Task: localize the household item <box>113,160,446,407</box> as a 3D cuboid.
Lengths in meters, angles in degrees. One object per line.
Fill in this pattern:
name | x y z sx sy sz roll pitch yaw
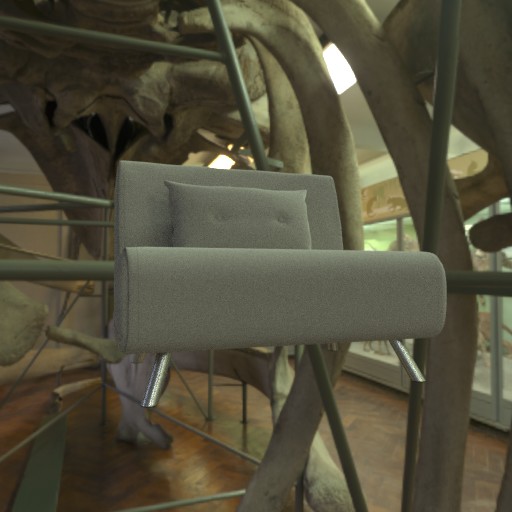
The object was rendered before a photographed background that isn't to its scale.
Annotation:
household item | 0.000 0.000 1.634 1.000 0.800 0.874 1 -2 -18
